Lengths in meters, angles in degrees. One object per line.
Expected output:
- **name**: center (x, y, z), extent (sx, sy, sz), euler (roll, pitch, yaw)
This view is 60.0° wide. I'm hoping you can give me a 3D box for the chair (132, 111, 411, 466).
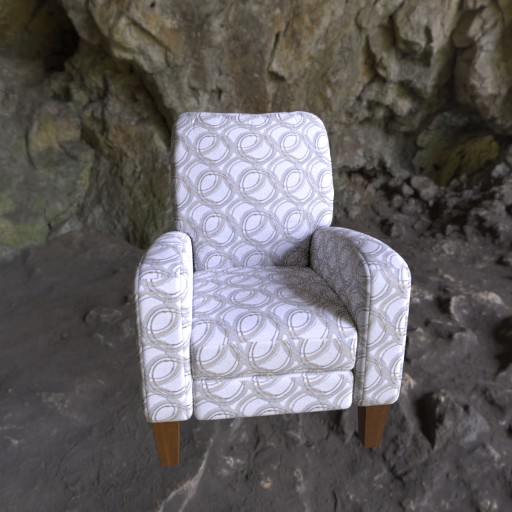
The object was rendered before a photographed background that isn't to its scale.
- **chair**: center (0.000, 0.000, 1.699), extent (0.796, 1.065, 0.995), euler (-2, 17, -7)
